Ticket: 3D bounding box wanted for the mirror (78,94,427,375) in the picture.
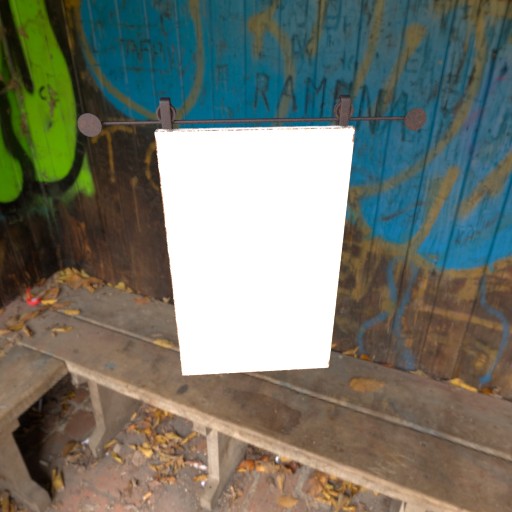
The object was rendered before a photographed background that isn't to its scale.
[{"bbox_3d":[0.000,0.000,1.224,0.808,0.844,0.037,-2,30,-4],"label":"mirror"}]
